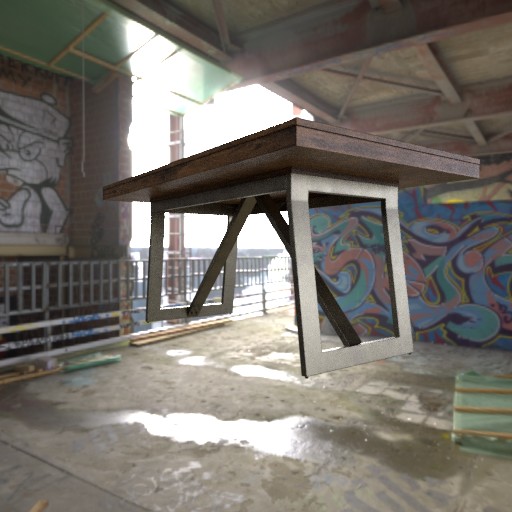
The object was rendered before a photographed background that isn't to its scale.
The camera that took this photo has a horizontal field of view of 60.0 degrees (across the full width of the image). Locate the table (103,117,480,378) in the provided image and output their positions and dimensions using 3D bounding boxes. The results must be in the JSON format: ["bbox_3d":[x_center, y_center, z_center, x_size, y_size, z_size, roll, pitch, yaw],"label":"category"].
[{"bbox_3d":[0.000,0.000,2.098,0.931,0.757,1.641,-1,1,-36],"label":"table"}]
